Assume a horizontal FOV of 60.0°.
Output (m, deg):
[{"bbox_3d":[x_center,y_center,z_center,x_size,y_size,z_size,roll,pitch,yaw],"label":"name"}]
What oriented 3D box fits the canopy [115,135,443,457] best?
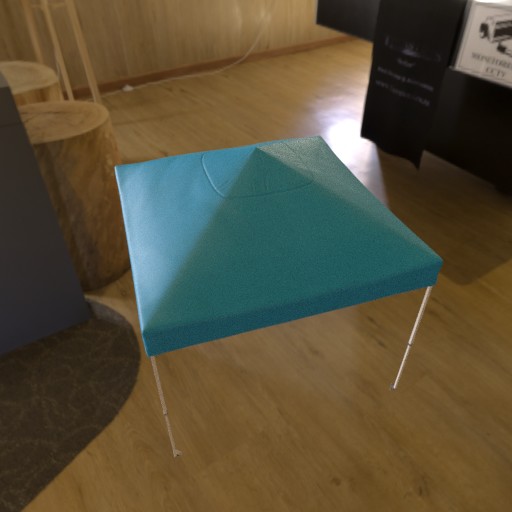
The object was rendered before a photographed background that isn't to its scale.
[{"bbox_3d":[0.000,0.000,5.621,2.996,2.997,2.998,-12,42,-14],"label":"canopy"}]
